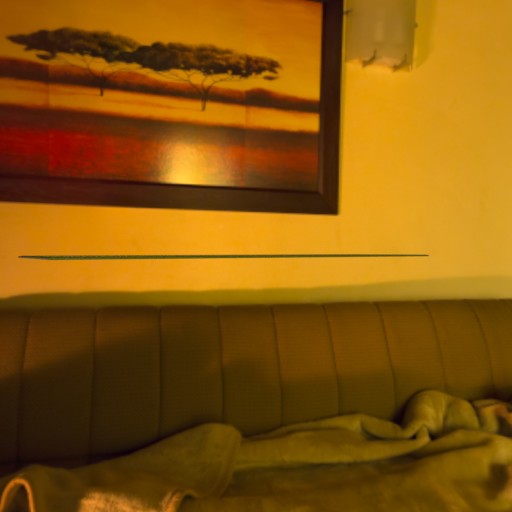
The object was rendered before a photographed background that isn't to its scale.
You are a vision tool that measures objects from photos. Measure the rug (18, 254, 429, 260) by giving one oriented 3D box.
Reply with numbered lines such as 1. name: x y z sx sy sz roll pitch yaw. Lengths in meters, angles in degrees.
1. rug: 0.000 0.000 2.391 2.196 0.011 0.662 0 1 -36
